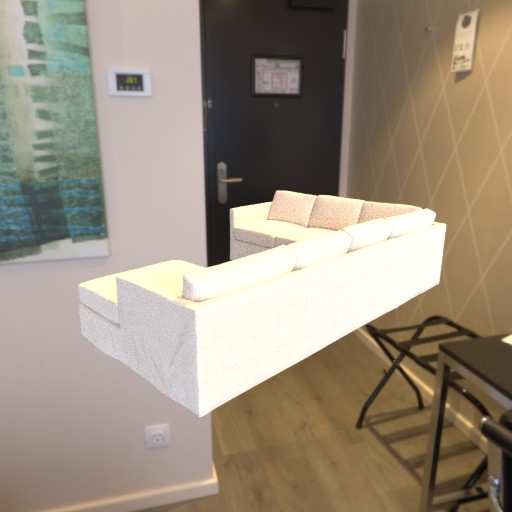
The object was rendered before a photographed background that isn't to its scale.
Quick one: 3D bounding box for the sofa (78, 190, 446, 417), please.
[{"bbox_3d":[0.000,0.000,4.519,2.427,0.882,3.460,15,22,43],"label":"sofa"}]
